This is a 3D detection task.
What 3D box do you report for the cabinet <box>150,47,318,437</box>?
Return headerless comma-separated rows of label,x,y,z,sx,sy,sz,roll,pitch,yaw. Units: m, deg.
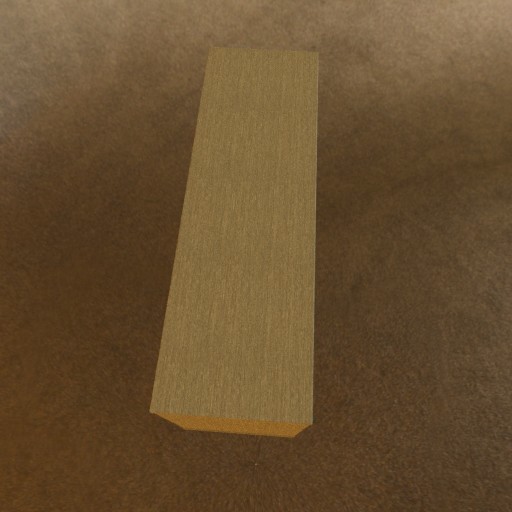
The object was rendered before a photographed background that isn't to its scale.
cabinet,0.000,0.000,1.619,0.405,0.787,1.194,4,65,2
